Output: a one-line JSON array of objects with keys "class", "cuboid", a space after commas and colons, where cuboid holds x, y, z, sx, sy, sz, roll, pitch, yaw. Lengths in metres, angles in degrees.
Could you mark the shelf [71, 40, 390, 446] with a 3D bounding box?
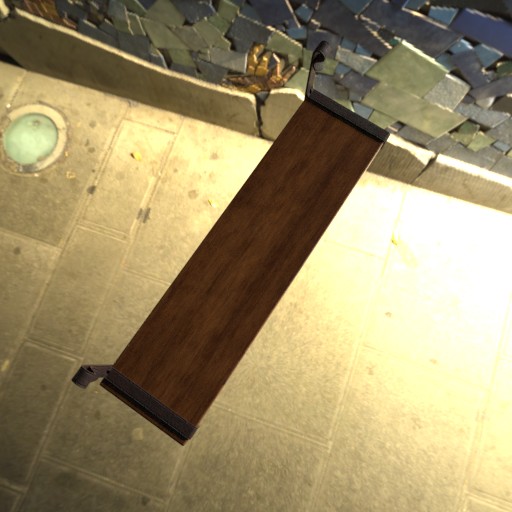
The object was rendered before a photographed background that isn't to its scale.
[{"class": "shelf", "cuboid": [0.000, 0.000, 0.694, 0.146, 0.330, 0.567, 33, 79, 8]}]
